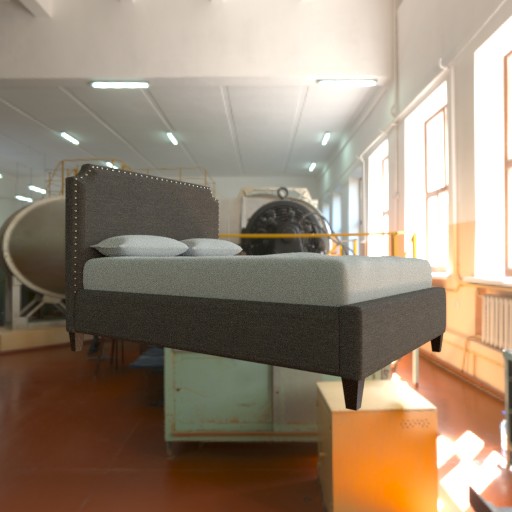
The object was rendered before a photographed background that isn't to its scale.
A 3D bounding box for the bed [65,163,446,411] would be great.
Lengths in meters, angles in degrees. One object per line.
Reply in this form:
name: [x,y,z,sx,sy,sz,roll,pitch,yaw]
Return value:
bed: [0.000,0.000,3.395,2.381,1.457,1.713,0,0,36]
